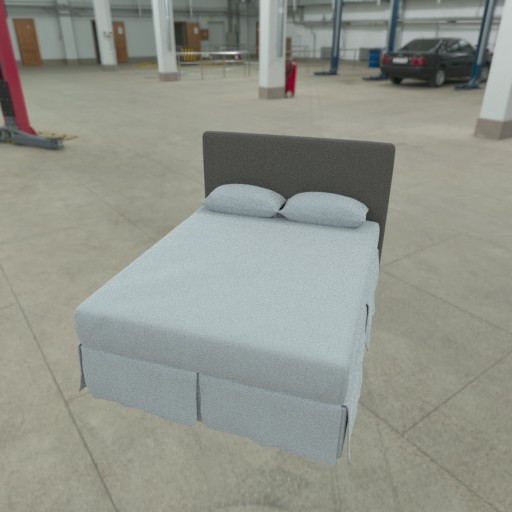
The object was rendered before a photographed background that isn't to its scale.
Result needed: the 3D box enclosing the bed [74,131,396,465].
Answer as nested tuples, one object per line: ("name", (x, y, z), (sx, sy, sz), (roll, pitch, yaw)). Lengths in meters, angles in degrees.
("bed", (0.000, 0.000, 3.222), (1.748, 1.330, 2.142), (8, 28, 16))
